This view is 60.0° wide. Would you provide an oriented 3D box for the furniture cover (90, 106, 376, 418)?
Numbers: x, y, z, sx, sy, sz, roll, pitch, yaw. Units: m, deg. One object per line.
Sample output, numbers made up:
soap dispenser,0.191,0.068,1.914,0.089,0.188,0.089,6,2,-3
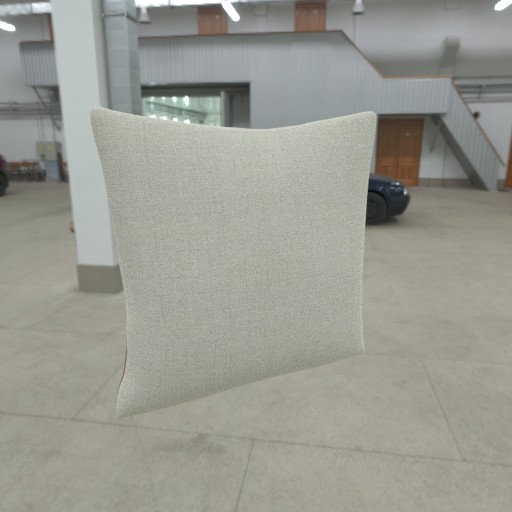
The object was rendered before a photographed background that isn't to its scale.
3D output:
furniture cover,0.000,0.000,0.660,0.435,0.420,0.145,-7,16,-25
